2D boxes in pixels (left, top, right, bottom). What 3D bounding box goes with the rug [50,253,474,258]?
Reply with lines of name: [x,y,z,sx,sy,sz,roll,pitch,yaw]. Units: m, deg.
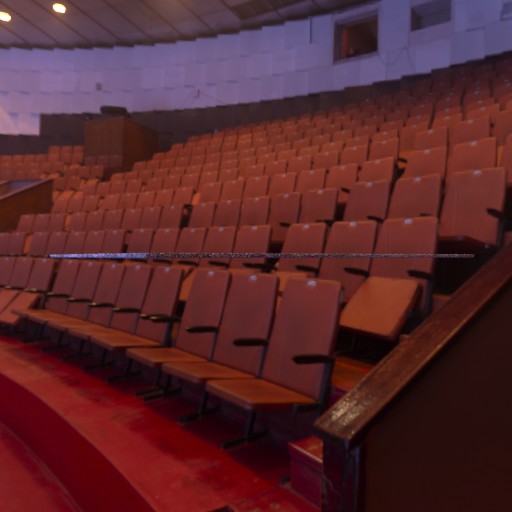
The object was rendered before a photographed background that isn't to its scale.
rug: [0.000,0.000,3.999,3.000,0.025,2.401,0,0,-35]
